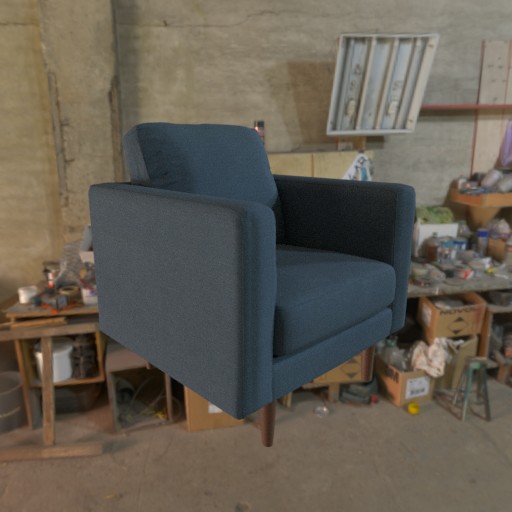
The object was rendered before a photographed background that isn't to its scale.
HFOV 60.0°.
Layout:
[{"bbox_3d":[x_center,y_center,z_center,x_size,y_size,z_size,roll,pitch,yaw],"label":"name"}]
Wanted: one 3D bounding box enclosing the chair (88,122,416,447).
[{"bbox_3d":[0.000,0.000,1.578,0.855,0.922,0.820,-13,19,-43],"label":"chair"}]
